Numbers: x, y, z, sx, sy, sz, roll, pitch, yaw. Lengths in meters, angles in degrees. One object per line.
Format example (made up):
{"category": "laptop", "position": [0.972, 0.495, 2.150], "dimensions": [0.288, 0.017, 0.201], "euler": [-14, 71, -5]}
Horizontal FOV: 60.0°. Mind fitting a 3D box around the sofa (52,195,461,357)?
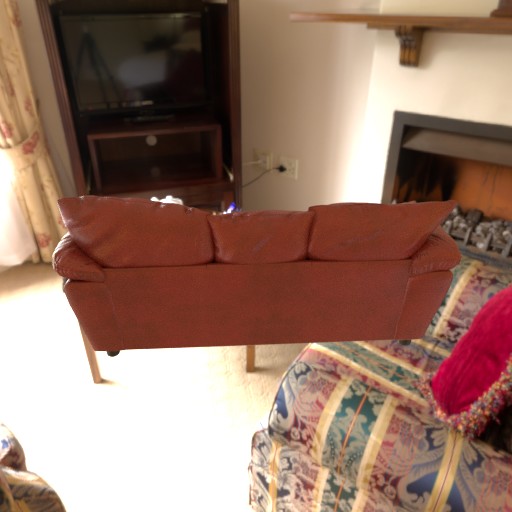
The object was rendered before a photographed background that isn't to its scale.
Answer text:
{"category": "sofa", "position": [0.000, 0.000, 2.898], "dimensions": [2.390, 1.091, 0.907], "euler": [-2, 30, -3]}
